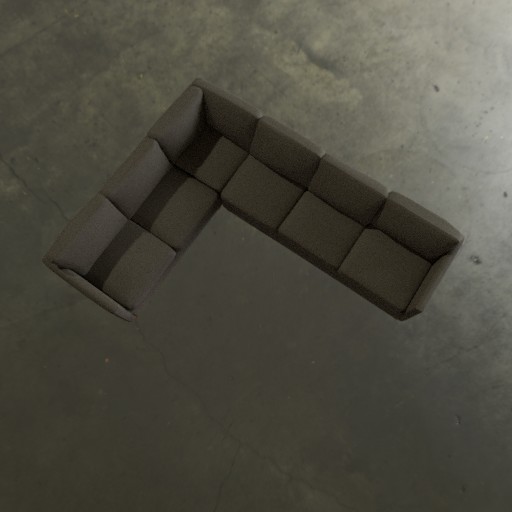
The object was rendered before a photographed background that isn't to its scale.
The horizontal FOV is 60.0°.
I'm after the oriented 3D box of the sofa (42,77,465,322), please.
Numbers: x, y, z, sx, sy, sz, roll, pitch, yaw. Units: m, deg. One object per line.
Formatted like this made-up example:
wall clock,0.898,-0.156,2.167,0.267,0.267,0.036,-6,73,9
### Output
sofa,0.000,0.000,4.513,3.302,0.947,2.593,33,77,9
